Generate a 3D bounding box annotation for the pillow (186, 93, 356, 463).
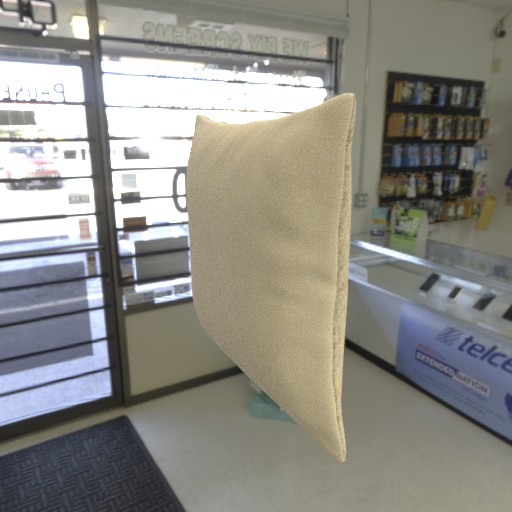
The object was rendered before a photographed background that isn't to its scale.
[{"bbox_3d":[0.000,0.000,0.794,0.166,0.510,0.523,-7,16,-27],"label":"pillow"}]
